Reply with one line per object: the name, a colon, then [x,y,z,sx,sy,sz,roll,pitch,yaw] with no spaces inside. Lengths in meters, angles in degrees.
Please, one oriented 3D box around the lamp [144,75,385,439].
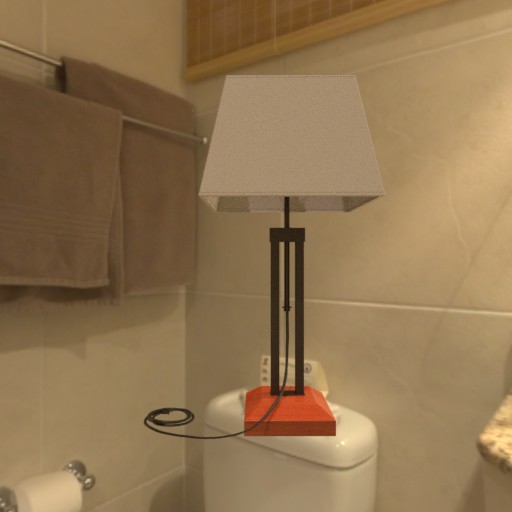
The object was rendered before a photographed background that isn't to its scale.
lamp: [0.000,0.000,1.002,0.498,0.737,0.310,0,0,0]
